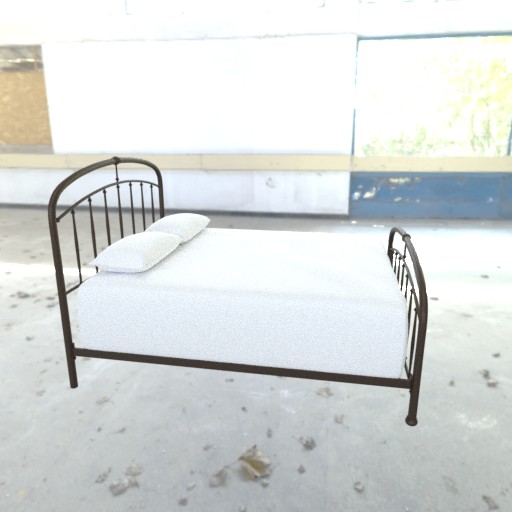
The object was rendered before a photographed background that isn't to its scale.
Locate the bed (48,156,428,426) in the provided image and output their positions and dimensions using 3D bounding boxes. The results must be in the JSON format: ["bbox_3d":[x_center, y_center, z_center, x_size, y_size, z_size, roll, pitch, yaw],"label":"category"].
[{"bbox_3d":[0.000,0.000,3.299,2.180,1.425,1.711,3,17,10],"label":"bed"}]
